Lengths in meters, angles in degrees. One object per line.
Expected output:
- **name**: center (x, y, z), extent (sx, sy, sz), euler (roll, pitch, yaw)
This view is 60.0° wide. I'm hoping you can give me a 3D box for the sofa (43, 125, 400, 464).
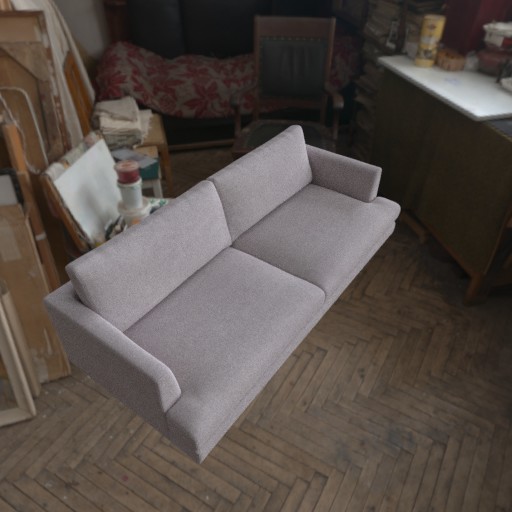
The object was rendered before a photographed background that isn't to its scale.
- **sofa**: center (0.000, 0.000, 2.798), extent (1.020, 0.868, 2.250), euler (26, 46, 27)
